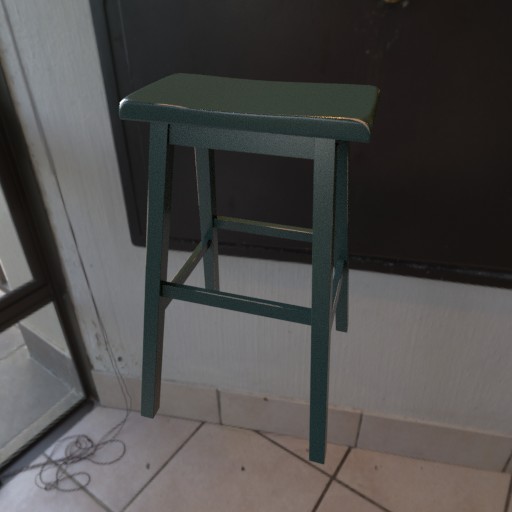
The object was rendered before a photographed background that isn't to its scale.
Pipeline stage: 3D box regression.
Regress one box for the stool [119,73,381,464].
[{"bbox_3d":[0.000,0.000,1.033,0.457,0.737,0.476,9,35,14],"label":"stool"}]
